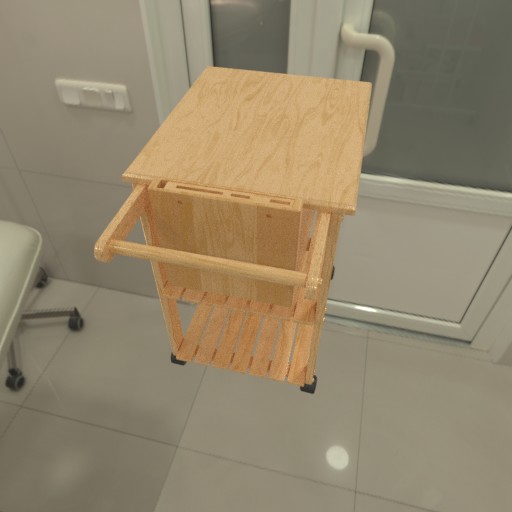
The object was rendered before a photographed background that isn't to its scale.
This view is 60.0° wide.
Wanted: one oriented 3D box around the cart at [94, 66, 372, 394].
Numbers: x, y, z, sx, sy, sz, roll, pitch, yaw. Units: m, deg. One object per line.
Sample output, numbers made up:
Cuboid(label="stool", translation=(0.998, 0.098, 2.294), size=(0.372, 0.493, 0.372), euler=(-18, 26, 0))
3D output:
Cuboid(label="cart", translation=(0.000, 0.000, 1.371), size=(0.520, 0.816, 0.843), euler=(10, 46, 10))
